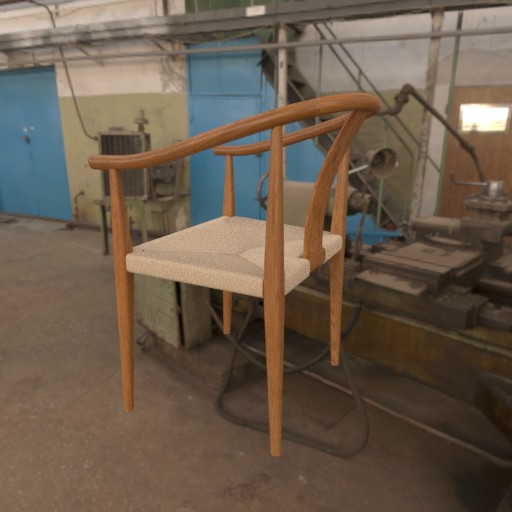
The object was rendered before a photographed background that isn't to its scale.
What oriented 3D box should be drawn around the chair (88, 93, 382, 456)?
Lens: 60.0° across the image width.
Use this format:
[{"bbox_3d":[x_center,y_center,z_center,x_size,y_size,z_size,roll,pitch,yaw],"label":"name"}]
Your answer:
[{"bbox_3d":[0.000,0.000,1.186,0.579,0.800,0.556,8,19,26],"label":"chair"}]
